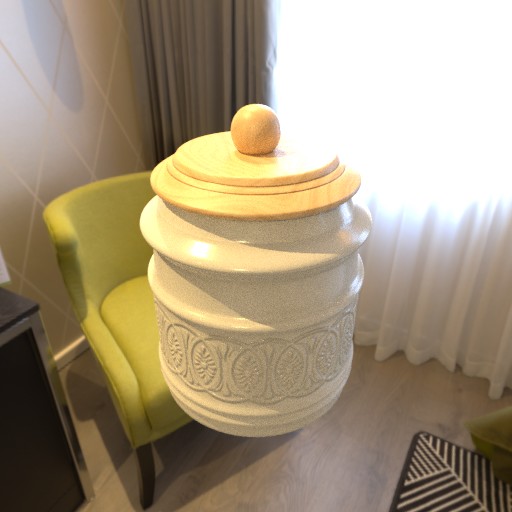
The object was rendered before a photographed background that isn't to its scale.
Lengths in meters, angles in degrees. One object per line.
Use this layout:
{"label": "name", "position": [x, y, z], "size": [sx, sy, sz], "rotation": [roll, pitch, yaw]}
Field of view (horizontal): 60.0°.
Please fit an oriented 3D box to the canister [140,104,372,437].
{"label": "canister", "position": [0.000, 0.000, 0.268], "size": [0.130, 0.176, 0.130], "rotation": [0, 30, 0]}
